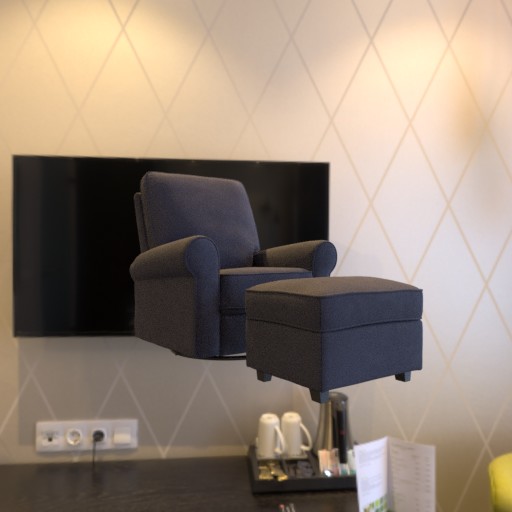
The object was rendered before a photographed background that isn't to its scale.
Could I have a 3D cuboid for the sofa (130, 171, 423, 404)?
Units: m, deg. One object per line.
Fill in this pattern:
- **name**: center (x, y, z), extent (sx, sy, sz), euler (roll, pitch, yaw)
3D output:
- **sofa**: center (0.000, 0.000, 2.119), extent (0.880, 0.959, 1.478), euler (0, -1, -35)
